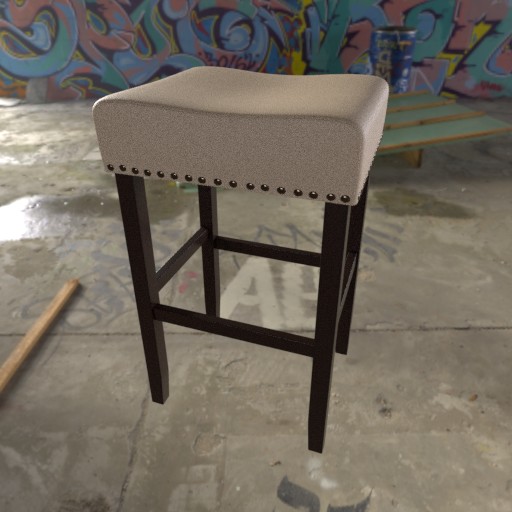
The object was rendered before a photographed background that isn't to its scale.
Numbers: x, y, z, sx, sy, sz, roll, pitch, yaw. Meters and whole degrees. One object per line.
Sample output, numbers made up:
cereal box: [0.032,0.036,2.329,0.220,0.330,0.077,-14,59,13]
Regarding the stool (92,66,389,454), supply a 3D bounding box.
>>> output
stool: [0.000,0.000,1.037,0.471,0.762,0.401,10,33,16]
